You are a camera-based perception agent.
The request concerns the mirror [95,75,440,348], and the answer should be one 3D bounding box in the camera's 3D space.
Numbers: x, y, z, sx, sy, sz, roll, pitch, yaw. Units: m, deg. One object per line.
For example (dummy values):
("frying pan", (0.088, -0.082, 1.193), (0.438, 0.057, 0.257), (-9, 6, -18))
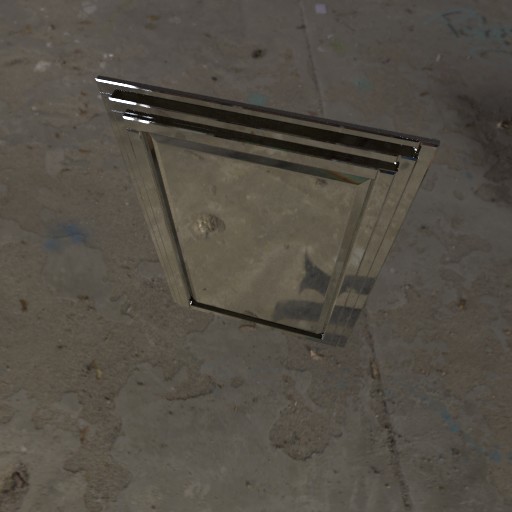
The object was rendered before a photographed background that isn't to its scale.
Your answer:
("mirror", (0.000, 0.000, 1.142), (0.613, 0.914, 0.039), (14, 59, 8))
